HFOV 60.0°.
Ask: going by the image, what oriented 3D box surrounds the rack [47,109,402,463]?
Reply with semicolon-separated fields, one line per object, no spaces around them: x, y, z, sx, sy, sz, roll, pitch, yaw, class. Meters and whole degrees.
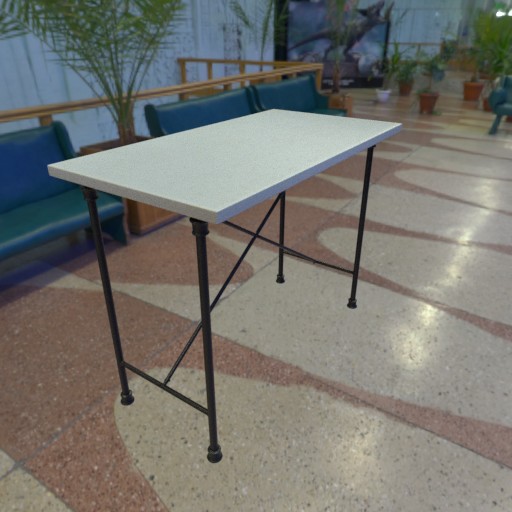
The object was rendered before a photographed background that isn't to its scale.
0.000;0.000;1.703;0.613;0.880;1.159;18;32;31;rack
